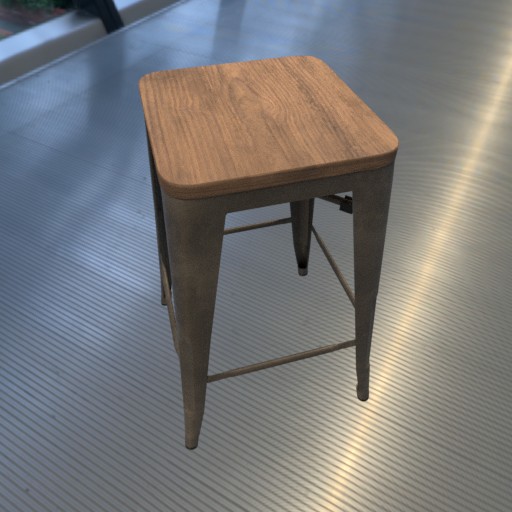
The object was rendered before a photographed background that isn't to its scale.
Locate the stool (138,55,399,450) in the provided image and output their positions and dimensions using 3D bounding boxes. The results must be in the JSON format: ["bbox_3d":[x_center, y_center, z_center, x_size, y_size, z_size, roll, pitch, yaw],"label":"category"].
[{"bbox_3d":[0.000,0.000,0.851,0.407,0.607,0.407,-11,46,-11],"label":"stool"}]
